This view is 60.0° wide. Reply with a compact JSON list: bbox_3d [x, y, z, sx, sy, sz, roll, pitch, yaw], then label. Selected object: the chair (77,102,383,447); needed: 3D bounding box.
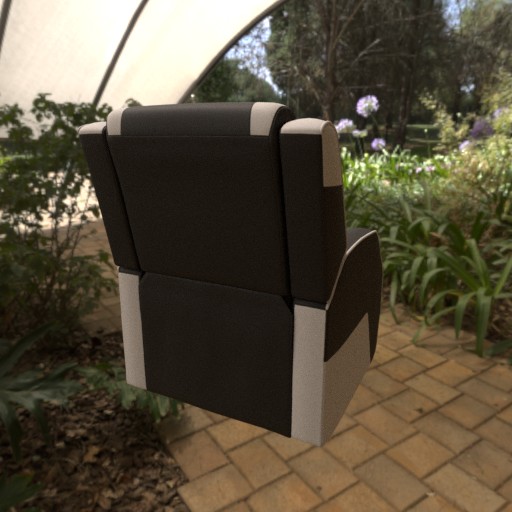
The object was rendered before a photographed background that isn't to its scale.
[{"bbox_3d":[0.000,0.000,1.285,0.620,0.805,0.672,8,17,26],"label":"chair"}]
